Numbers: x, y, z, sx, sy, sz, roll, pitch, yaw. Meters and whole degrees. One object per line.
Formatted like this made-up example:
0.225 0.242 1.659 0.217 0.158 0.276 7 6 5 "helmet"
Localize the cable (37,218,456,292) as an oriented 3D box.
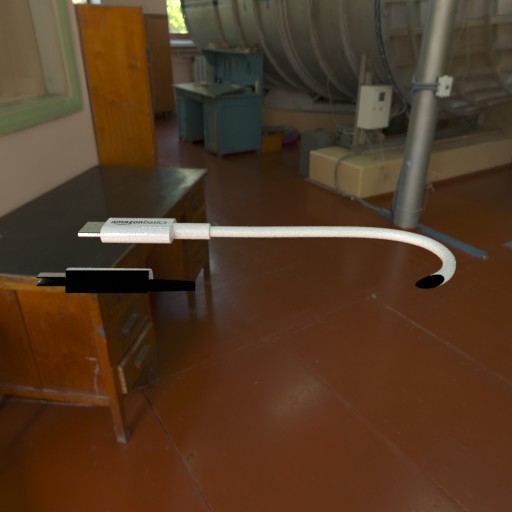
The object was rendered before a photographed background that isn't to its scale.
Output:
0.000 0.000 0.111 0.098 0.005 0.041 1 27 1 "cable"
